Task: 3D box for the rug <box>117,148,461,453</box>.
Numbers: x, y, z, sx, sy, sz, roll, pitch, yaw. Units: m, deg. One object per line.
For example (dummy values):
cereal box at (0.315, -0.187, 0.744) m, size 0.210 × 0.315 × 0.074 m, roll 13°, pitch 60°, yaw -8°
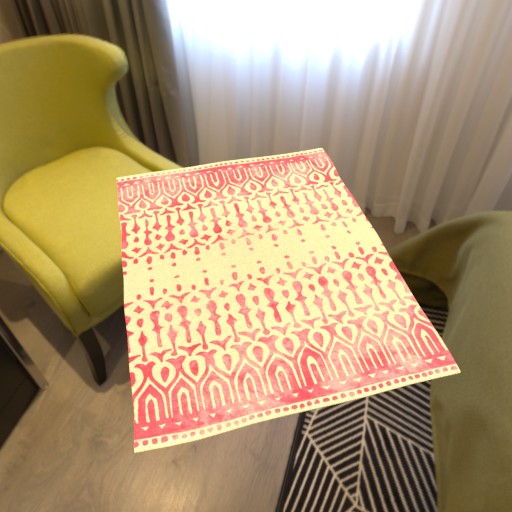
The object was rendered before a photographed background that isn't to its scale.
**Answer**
rug at (0.000, 0.000, 4.135) m, size 2.441 × 0.016 × 3.095 m, roll -10°, pitch 48°, yaw -9°
